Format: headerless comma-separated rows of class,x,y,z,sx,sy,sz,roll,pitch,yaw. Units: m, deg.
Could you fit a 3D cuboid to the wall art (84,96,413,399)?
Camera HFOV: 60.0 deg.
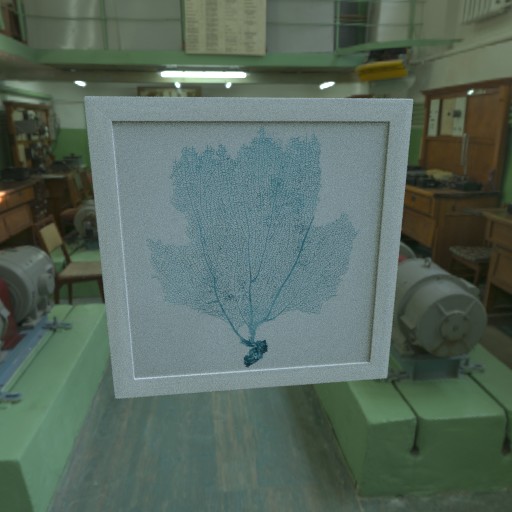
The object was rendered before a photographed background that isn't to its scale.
wall art,0.000,0.000,0.869,0.584,0.584,0.013,-2,17,-7
